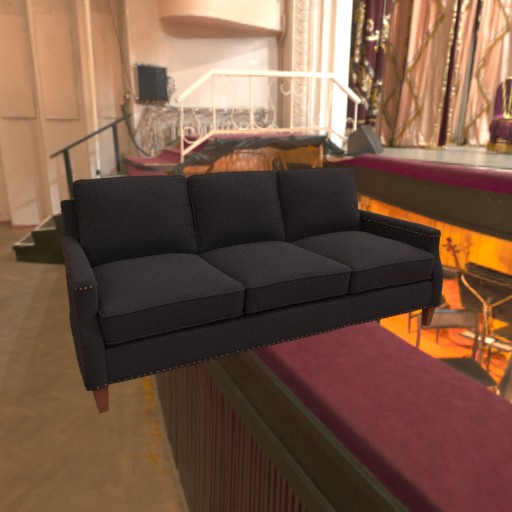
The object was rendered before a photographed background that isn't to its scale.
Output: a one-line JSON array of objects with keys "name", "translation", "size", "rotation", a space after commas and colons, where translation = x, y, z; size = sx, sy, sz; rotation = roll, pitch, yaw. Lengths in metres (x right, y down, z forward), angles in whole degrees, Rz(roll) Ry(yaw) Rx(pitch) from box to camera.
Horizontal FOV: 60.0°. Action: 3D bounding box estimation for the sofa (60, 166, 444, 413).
[{"name": "sofa", "translation": [0.000, 0.000, 2.820], "size": [2.246, 1.003, 1.084], "rotation": [-8, 18, -25]}]
